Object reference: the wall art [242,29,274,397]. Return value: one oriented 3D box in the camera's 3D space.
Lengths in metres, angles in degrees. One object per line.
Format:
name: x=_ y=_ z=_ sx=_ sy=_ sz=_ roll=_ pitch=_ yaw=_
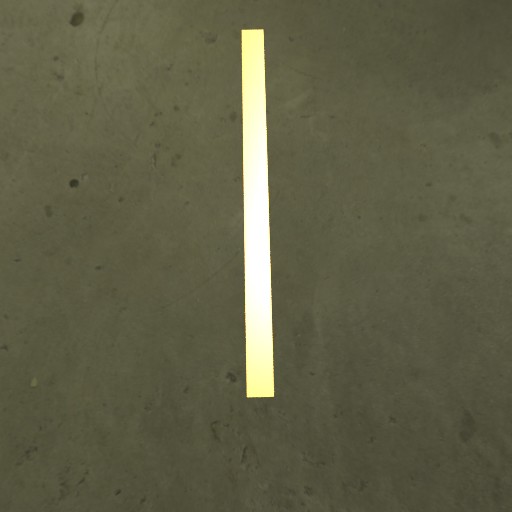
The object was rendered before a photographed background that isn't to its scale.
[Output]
wall art: x=0.000 y=0.000 z=1.059 sx=0.038 sy=0.762 sz=0.610 roll=-1 pitch=75 yaw=0
